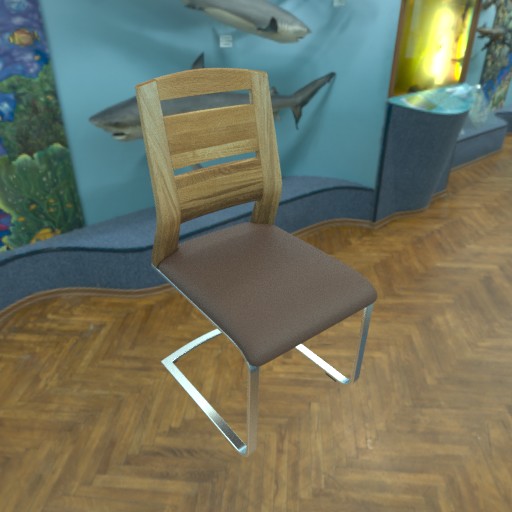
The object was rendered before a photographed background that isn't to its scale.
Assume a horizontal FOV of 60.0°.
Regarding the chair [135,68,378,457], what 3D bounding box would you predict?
[{"bbox_3d":[0.000,0.000,1.293,0.460,0.970,0.570,-21,36,-33],"label":"chair"}]
